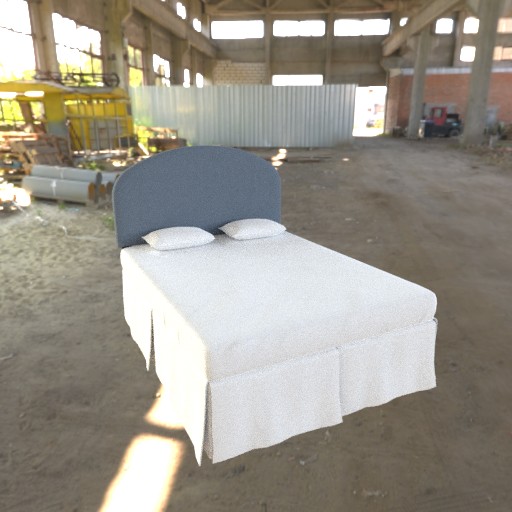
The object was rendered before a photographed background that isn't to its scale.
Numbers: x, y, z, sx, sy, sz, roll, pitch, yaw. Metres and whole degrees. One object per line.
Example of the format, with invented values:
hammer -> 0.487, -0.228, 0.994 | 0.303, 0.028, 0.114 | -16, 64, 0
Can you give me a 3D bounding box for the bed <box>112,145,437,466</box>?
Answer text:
bed -> 0.000, 0.000, 3.088 | 1.607, 1.410, 2.005 | -9, 19, -26
